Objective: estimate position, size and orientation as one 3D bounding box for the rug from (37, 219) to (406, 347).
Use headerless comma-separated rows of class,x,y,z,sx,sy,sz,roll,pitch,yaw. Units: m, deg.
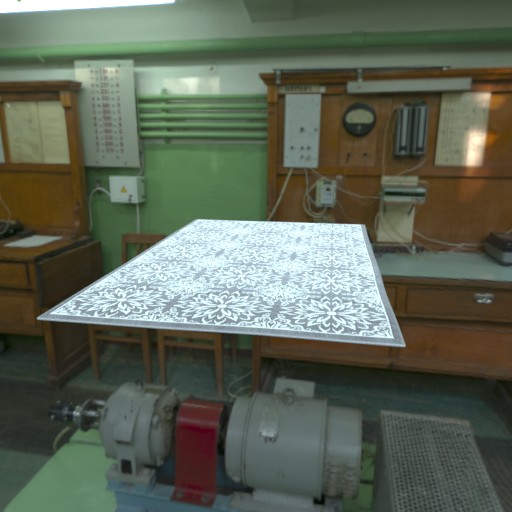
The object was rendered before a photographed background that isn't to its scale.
rug,0.000,0.000,3.424,1.819,0.018,2.746,3,16,9
